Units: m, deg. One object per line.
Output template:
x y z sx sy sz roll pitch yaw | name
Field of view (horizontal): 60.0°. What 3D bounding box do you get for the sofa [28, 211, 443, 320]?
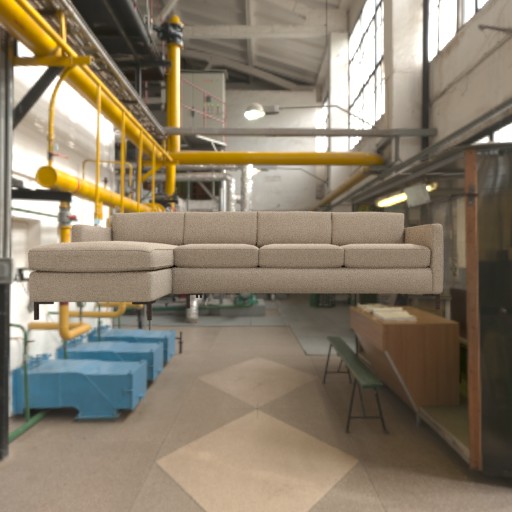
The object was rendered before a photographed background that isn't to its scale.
0.000 0.000 3.521 2.923 0.816 1.469 0 1 1 | sofa
